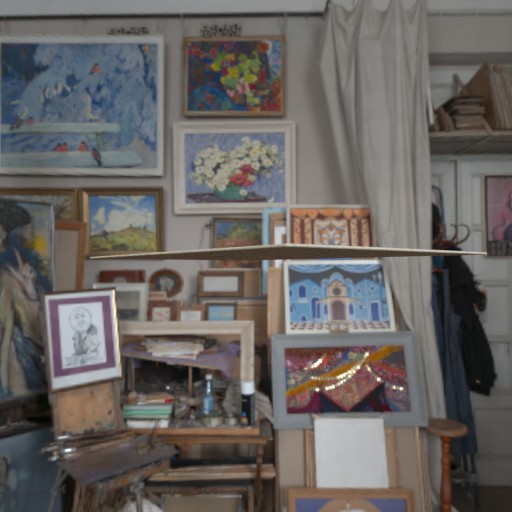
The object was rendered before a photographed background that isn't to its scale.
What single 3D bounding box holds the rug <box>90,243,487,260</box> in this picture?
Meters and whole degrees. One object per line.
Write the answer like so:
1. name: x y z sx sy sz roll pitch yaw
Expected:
1. rug: 0.000 0.000 3.059 1.531 0.014 2.441 1 -2 -37
